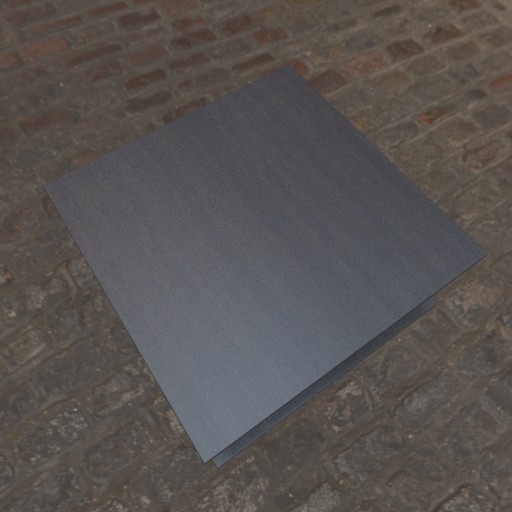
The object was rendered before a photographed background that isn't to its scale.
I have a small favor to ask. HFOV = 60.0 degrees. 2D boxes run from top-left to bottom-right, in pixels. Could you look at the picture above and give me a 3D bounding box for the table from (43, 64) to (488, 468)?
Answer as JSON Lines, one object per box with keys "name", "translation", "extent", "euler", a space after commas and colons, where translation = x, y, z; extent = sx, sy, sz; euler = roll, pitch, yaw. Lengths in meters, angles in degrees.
{"name": "table", "translation": [0.000, 0.000, 1.231], "extent": [0.762, 0.396, 0.762], "euler": [-32, 67, -15]}
